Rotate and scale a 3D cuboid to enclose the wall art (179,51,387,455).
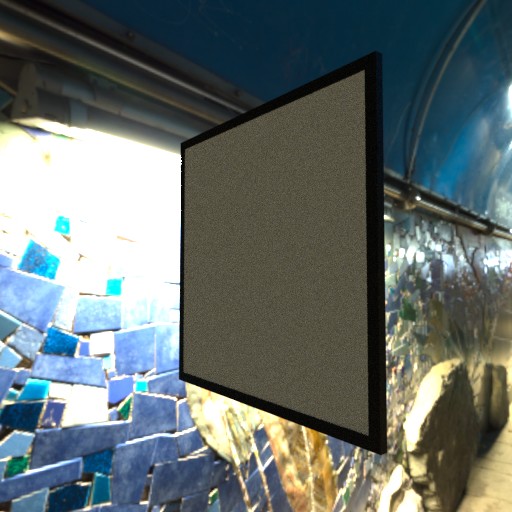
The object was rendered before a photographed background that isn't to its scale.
[{"bbox_3d":[0.000,0.000,1.204,0.022,0.807,0.807,2,-3,-39],"label":"wall art"}]
